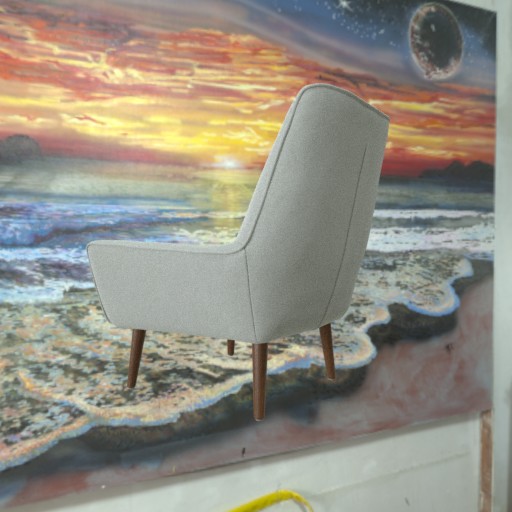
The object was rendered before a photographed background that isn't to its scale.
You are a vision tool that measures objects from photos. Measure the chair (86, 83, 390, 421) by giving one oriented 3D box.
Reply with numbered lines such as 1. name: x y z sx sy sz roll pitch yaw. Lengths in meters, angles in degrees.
1. chair: 0.000 0.000 1.492 0.822 0.888 0.787 1 2 36
